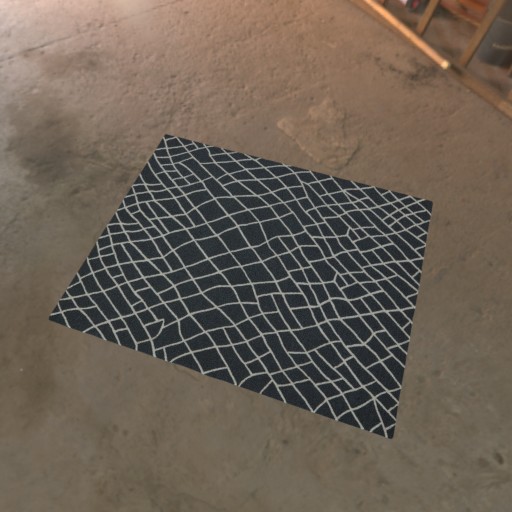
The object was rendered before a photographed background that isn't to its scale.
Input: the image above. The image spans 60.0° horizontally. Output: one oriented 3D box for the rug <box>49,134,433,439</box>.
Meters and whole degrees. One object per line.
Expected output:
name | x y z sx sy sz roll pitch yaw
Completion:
rug | 0.000 0.000 4.240 3.047 0.022 2.439 16 60 10
